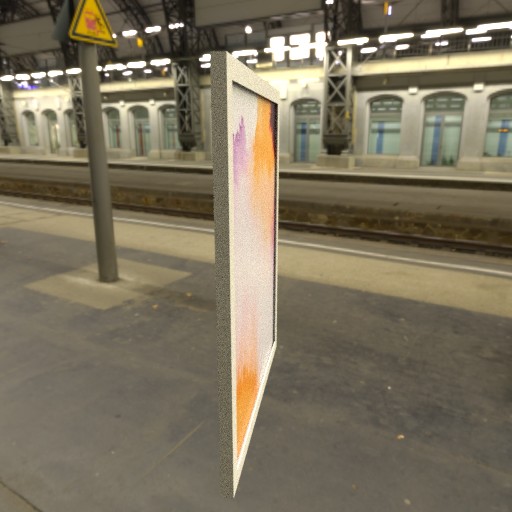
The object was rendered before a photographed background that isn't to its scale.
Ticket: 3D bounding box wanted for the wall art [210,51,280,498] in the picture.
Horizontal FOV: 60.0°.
[{"bbox_3d":[0.000,0.000,1.082,0.026,0.811,0.661,3,16,9],"label":"wall art"}]
